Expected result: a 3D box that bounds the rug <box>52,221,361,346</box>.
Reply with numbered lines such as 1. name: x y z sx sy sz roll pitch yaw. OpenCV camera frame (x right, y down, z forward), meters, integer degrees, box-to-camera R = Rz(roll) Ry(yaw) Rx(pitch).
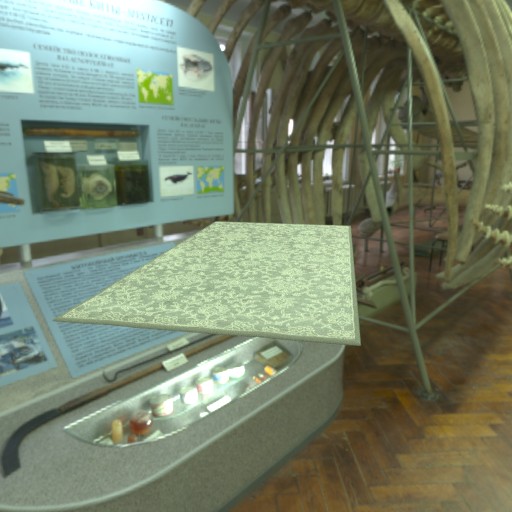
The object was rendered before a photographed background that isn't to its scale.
1. rug: 0.000 0.000 3.585 1.546 0.011 3.048 3 14 11
